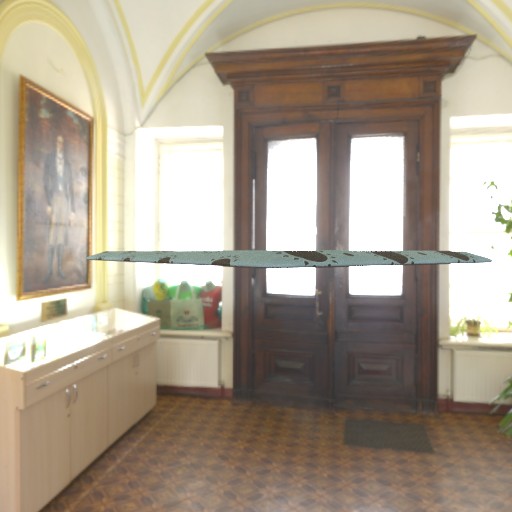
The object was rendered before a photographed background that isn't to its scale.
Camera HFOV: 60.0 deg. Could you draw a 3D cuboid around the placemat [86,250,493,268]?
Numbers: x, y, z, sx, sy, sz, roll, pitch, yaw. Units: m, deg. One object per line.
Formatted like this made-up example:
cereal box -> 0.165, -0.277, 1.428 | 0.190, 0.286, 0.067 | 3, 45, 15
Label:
placemat -> 0.000, 0.000, 0.934 | 0.508, 0.021, 0.762 | 0, 1, -36
